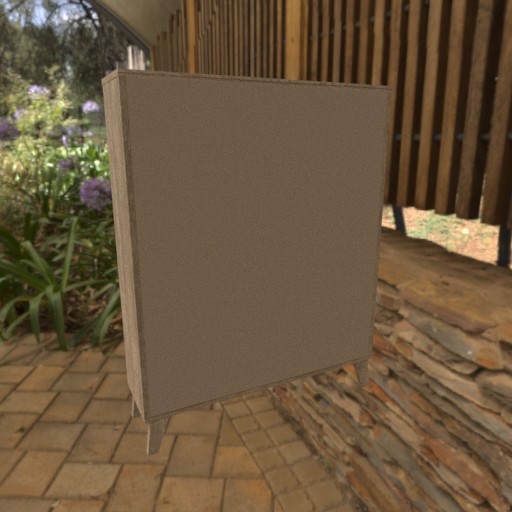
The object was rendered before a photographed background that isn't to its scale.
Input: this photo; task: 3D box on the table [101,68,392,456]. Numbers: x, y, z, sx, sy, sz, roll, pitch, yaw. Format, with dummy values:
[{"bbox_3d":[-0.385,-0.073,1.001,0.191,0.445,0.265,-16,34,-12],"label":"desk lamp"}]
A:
[{"bbox_3d":[0.000,0.000,1.554,0.902,1.135,0.256,-8,17,-26],"label":"table"}]
